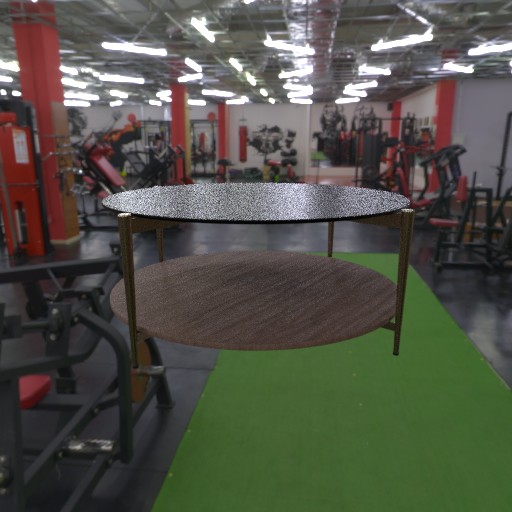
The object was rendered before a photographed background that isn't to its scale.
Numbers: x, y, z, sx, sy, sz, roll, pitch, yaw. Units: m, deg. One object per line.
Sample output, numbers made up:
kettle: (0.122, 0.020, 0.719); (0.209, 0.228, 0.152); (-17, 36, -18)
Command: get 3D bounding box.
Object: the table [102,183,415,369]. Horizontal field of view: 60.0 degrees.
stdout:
table: (0.000, 0.000, 1.470); (0.938, 0.400, 0.938); (2, 14, 9)
